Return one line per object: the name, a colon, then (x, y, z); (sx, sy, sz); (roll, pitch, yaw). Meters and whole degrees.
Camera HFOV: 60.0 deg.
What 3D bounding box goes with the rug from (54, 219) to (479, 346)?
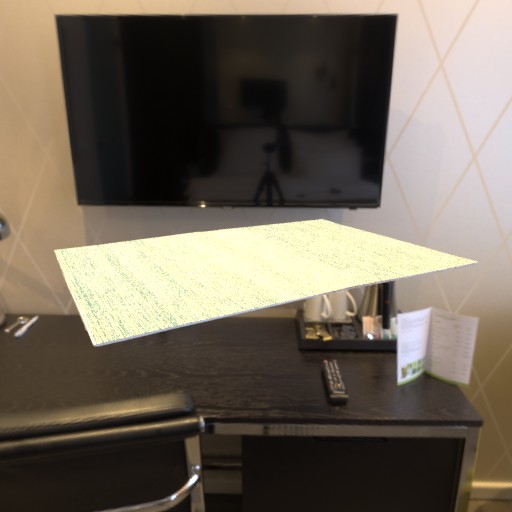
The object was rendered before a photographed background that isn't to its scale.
rug: (0.000, 0.000, 2.901); (2.305, 0.029, 1.593); (-9, 18, -27)
